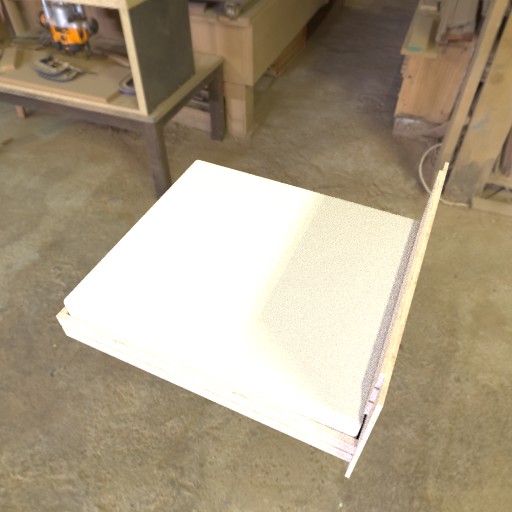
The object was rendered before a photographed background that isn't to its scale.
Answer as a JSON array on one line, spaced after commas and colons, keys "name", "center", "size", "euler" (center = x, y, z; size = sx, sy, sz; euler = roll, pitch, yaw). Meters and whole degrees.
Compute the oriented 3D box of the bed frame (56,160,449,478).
[{"name": "bed frame", "center": [0.000, 0.000, 3.132], "size": [2.080, 0.970, 1.950], "euler": [18, 49, 17]}]
